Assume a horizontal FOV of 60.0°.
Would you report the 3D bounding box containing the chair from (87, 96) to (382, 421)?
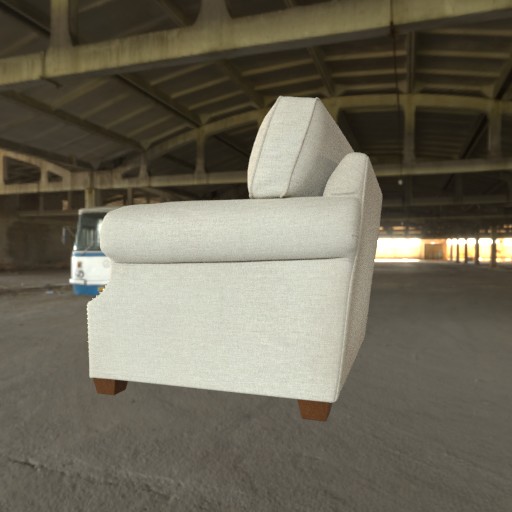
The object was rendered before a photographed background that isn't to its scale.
[{"bbox_3d":[0.000,0.000,1.828,0.965,0.961,1.092,0,1,18],"label":"chair"}]
